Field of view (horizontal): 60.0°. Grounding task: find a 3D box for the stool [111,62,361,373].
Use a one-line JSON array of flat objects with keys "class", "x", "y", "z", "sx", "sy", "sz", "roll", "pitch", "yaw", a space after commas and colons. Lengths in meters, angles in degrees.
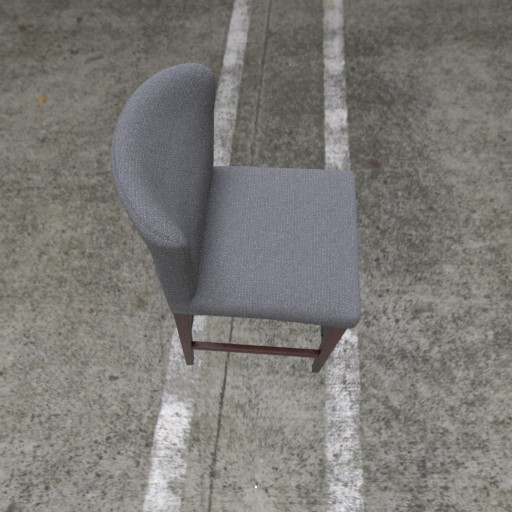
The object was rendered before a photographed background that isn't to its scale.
[{"class": "stool", "x": 0.000, "y": 0.000, "z": 1.343, "sx": 0.568, "sy": 1.069, "sz": 0.486, "roll": 4, "pitch": 63, "yaw": 2}]
